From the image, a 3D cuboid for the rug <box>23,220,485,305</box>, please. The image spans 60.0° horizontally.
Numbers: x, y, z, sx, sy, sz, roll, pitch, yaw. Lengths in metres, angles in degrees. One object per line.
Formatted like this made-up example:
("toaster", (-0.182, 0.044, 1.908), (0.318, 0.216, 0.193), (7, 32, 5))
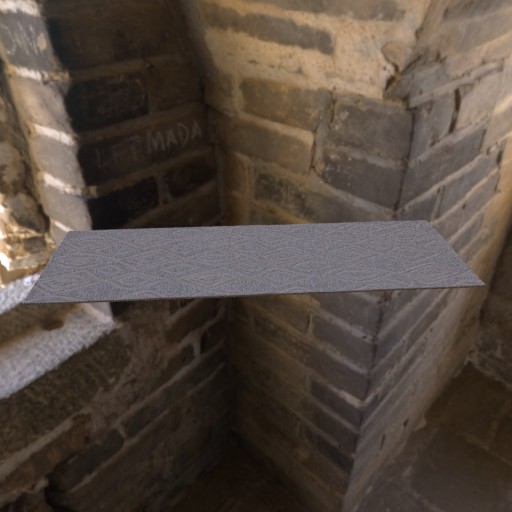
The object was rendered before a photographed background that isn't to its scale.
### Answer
("rug", (0.000, 0.000, 2.653), (2.436, 0.013, 0.807), (-2, 31, -3))
